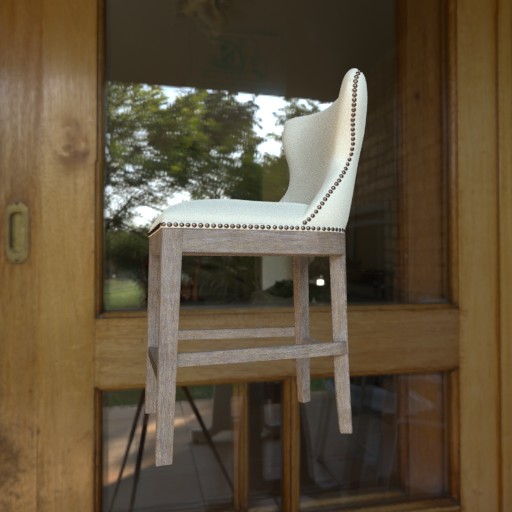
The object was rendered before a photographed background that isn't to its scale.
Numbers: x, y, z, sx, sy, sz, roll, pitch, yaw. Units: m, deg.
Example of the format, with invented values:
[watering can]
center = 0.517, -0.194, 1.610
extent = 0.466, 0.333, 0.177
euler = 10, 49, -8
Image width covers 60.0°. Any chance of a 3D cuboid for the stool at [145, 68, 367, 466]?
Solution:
[stool]
center = 0.000, 0.000, 1.305
extent = 0.608, 0.981, 0.498
euler = 0, -1, -18
